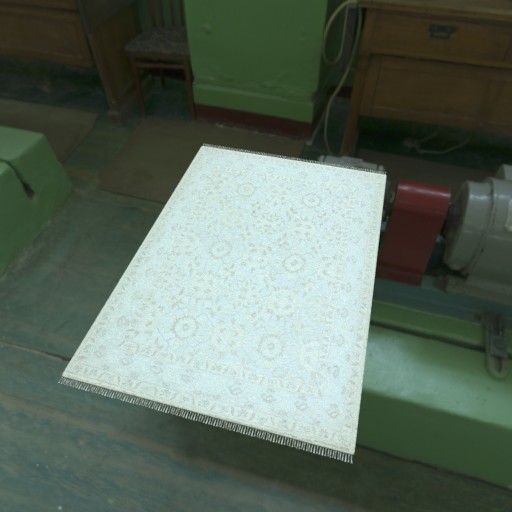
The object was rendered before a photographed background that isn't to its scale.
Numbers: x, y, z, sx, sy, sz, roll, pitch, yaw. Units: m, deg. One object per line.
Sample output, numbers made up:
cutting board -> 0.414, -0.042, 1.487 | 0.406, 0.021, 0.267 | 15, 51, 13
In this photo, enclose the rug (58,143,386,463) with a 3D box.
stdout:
rug -> 0.000, 0.000, 2.869 | 1.514, 0.011, 2.233 | 11, 49, 10
